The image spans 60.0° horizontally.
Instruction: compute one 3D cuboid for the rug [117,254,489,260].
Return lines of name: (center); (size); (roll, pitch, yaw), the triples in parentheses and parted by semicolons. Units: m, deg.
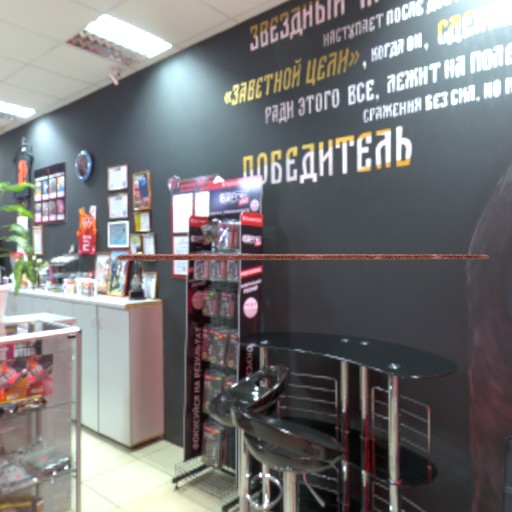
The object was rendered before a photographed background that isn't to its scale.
rug: (0.000, 0.000, 4.134); (2.438, 0.029, 3.047); (0, 0, -17)
